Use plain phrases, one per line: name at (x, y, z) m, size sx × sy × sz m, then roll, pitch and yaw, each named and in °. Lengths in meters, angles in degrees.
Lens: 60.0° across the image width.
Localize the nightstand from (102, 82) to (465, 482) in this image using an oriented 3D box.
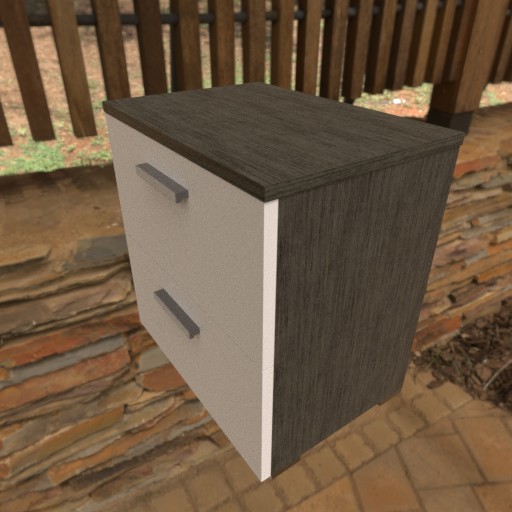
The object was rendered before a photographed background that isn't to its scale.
nightstand at (0.000, 0.000, 0.743) m, size 0.325 × 0.460 × 0.441 m, roll -20°, pitch 36°, yaw -30°
